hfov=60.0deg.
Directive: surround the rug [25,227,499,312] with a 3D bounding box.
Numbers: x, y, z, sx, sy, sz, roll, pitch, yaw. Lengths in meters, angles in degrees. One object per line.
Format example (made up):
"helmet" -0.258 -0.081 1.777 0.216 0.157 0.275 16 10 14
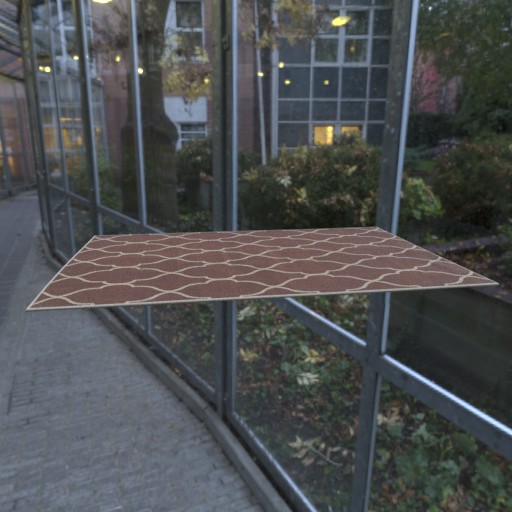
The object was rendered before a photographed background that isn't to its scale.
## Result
"rug" 0.000 0.000 2.821 2.294 0.014 1.528 -2 15 -9
